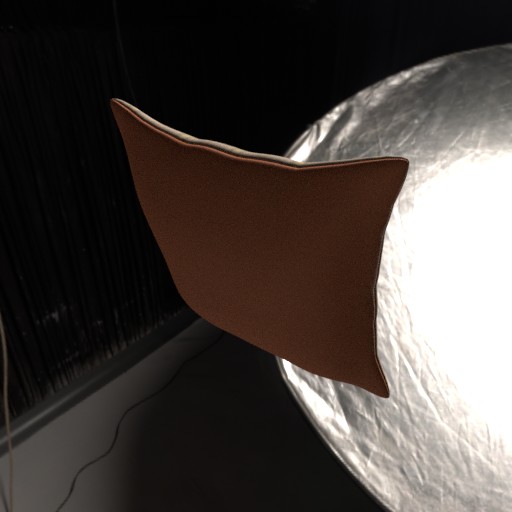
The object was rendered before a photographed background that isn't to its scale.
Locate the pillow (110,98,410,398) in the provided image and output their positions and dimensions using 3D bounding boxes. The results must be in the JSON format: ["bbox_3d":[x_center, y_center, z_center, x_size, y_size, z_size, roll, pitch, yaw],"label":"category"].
[{"bbox_3d":[0.000,0.000,0.682,0.453,0.430,0.200,21,36,32],"label":"pillow"}]
